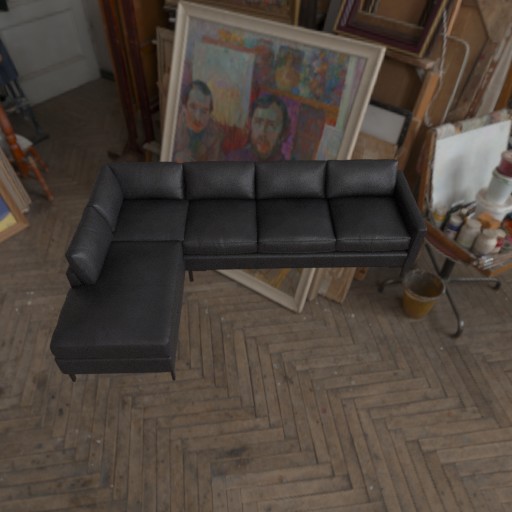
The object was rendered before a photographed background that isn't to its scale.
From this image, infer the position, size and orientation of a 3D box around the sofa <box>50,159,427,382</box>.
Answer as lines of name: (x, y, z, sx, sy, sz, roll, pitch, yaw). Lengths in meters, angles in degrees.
sofa: (0.000, 0.000, 3.854, 2.984, 0.877, 1.938, -1, 45, -1)
